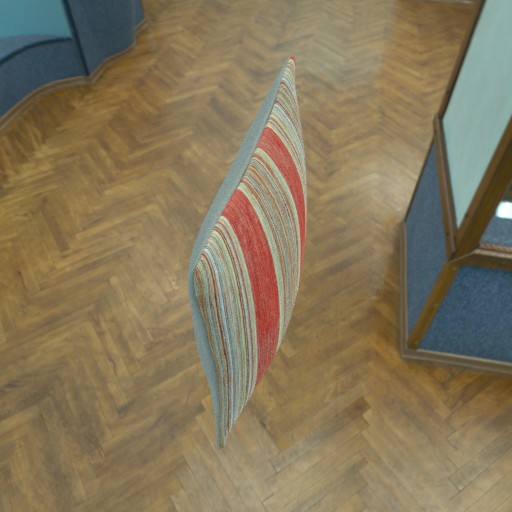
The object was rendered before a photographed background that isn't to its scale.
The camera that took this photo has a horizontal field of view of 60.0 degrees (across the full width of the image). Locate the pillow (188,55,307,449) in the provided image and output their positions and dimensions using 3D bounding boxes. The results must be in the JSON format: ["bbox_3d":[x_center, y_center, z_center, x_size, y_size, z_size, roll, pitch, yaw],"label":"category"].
[{"bbox_3d":[0.000,0.000,0.659,0.136,0.419,0.437,11,49,9],"label":"pillow"}]
